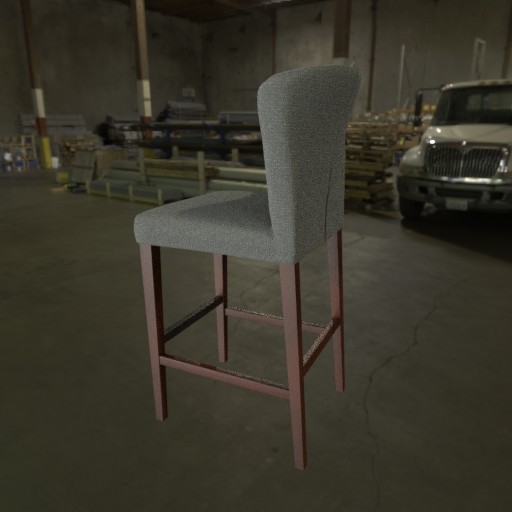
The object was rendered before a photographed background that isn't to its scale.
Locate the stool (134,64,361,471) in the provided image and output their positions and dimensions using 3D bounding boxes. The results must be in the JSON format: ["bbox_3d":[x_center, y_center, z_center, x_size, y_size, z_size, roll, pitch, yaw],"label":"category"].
[{"bbox_3d":[0.000,0.000,1.383,0.568,1.069,0.486,8,18,24],"label":"stool"}]
